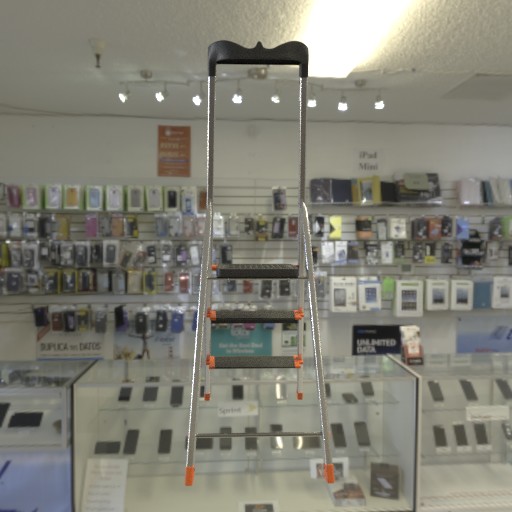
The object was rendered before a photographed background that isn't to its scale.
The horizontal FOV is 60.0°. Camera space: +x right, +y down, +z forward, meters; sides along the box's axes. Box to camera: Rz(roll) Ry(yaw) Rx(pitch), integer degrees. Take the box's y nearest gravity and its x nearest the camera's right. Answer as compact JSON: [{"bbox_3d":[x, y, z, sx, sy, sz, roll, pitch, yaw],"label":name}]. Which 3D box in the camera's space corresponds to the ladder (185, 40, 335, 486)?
[{"bbox_3d":[0.000,0.000,1.534,0.416,1.229,0.686,0,2,-2],"label":"ladder"}]
